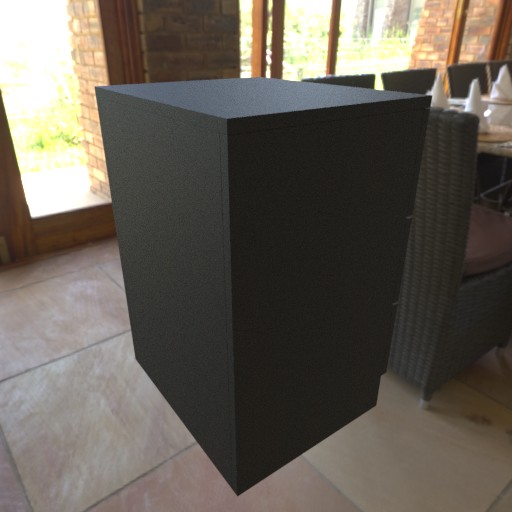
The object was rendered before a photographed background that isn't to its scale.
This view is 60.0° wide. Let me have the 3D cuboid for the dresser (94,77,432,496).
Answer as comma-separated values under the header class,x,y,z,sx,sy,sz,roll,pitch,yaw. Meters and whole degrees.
class,x,y,z,sx,sy,sz,roll,pitch,yaw
dresser,0.000,0.000,0.794,0.360,0.560,0.400,-18,31,-32
